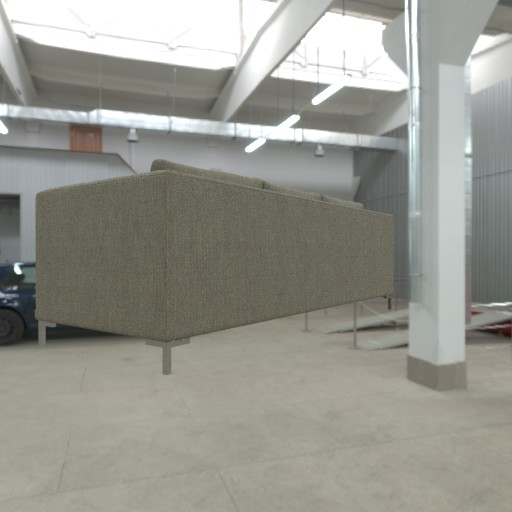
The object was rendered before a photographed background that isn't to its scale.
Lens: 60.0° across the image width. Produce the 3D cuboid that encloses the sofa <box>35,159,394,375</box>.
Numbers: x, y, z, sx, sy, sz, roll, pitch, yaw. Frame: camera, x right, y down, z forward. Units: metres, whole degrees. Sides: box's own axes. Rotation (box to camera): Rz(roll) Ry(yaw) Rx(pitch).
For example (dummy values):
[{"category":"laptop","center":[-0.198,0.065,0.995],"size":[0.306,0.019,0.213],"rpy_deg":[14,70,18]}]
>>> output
[{"category":"sofa","center":[0.000,0.000,2.871],"size":[0.969,0.867,2.415],"rpy_deg":[0,0,37]}]
